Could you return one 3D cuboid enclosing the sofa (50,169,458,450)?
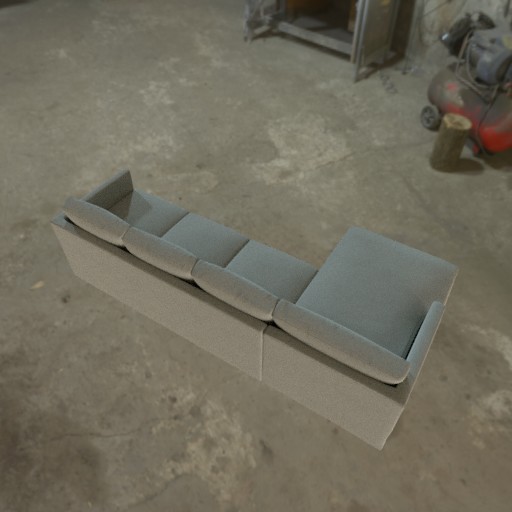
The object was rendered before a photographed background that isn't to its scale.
[{"bbox_3d":[0.000,0.000,3.925,3.205,0.922,1.650,24,51,21],"label":"sofa"}]
